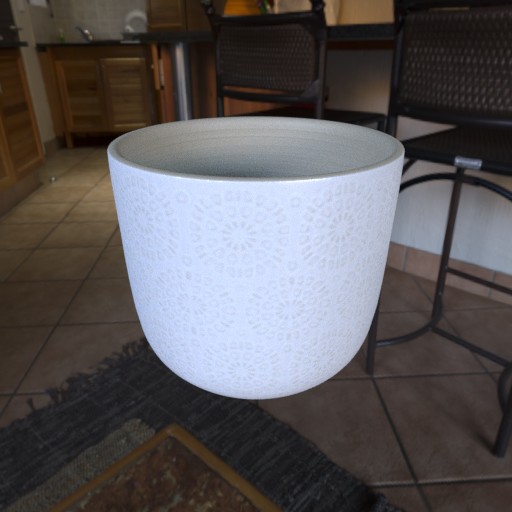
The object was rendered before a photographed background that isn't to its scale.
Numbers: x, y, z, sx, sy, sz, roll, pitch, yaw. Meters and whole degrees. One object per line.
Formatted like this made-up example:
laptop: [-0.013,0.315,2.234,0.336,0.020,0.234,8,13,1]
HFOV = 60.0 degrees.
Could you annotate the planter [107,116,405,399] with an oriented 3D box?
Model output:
planter: [0.000,0.000,0.364,0.208,0.190,0.208,0,26,0]
